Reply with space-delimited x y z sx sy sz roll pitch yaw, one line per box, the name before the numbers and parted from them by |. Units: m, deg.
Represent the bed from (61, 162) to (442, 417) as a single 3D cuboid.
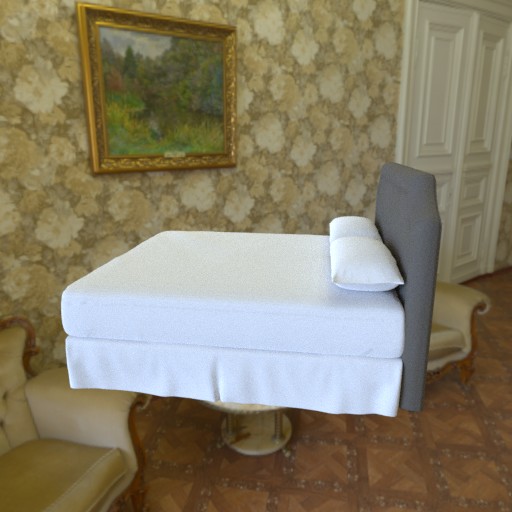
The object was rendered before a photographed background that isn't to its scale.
bed | 0.000 0.000 3.885 2.536 1.561 2.194 2 15 8
